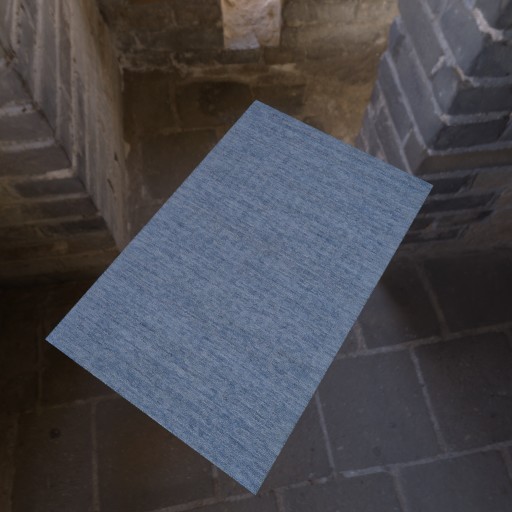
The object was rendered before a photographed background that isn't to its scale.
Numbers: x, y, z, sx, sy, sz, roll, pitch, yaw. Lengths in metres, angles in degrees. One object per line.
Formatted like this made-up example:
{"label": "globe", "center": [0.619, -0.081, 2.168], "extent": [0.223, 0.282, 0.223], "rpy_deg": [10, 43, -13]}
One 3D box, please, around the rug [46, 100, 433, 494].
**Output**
{"label": "rug", "center": [0.000, 0.000, 2.204], "extent": [1.142, 0.006, 1.752], "rpy_deg": [30, 68, 14]}
